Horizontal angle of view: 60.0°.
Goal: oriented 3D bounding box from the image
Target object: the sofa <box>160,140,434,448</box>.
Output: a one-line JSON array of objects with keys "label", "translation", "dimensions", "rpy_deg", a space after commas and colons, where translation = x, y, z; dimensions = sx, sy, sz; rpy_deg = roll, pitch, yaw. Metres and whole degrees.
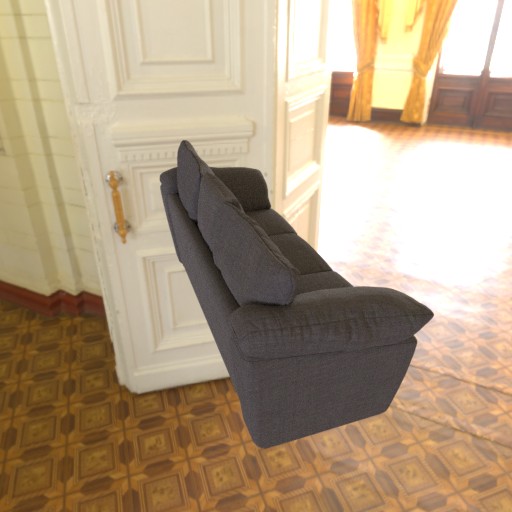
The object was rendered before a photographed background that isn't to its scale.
[{"label": "sofa", "translation": [0.000, 0.000, 2.885], "dimensions": [0.883, 1.080, 2.336], "rpy_deg": [-9, 30, -17]}]
